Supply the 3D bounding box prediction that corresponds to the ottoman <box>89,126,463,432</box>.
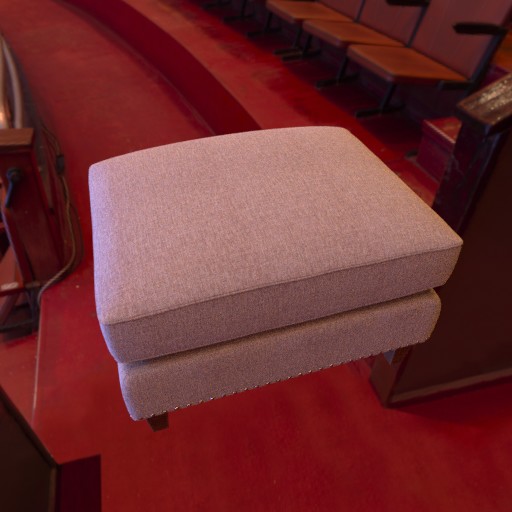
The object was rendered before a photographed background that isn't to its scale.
[{"bbox_3d":[0.000,0.000,1.144,0.741,0.513,0.584,-12,43,-13],"label":"ottoman"}]
